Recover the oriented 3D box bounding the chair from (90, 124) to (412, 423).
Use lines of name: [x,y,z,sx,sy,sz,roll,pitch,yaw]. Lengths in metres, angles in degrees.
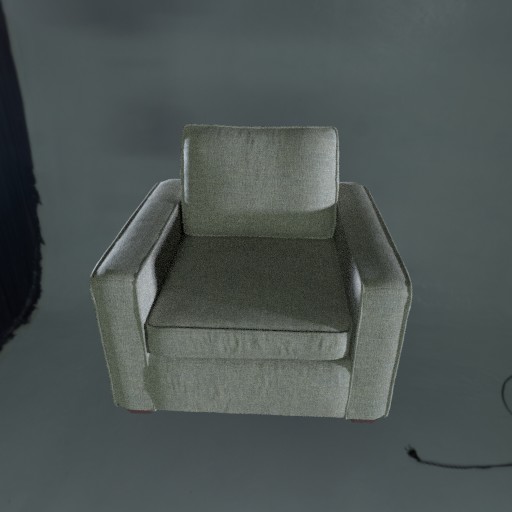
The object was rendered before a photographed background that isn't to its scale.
chair: [0.000,0.000,1.794,1.016,0.914,0.940,1,29,3]
